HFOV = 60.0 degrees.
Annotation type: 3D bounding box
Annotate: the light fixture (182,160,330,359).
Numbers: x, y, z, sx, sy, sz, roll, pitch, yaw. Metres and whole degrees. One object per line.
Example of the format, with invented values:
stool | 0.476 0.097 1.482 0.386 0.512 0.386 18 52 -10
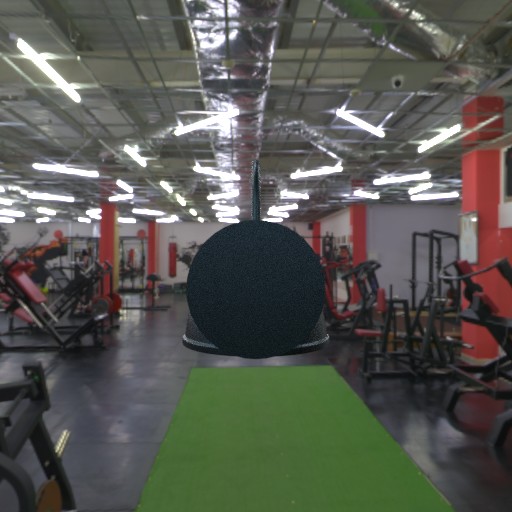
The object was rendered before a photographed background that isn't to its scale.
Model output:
light fixture | 0.000 0.000 0.665 0.253 0.295 0.467 0 0 0
